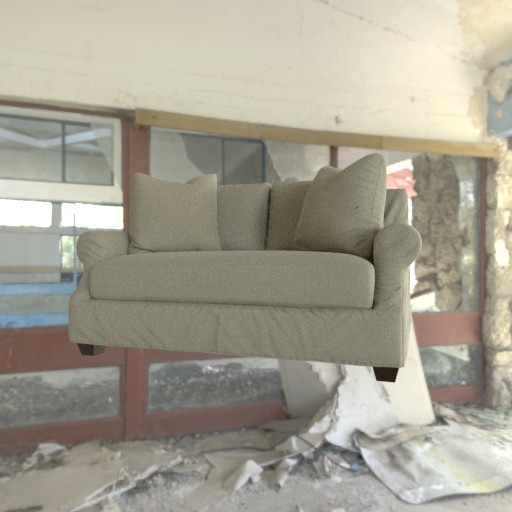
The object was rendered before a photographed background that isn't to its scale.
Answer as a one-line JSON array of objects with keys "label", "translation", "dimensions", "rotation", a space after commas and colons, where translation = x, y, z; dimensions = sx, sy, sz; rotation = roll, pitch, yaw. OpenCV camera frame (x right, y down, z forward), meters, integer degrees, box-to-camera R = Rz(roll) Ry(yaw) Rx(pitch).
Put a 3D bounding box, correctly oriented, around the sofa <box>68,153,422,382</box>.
[{"label": "sofa", "translation": [0.000, 0.000, 2.219], "dimensions": [1.550, 0.905, 1.070], "rotation": [0, -1, 19]}]
